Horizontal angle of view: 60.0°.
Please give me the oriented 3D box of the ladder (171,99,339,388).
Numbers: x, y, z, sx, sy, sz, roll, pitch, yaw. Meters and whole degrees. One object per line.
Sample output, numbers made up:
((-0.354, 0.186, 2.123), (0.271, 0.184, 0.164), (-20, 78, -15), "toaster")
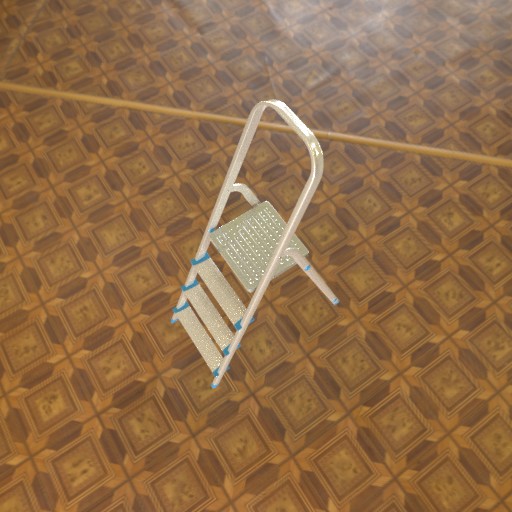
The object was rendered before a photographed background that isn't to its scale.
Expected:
((0.000, 0.000, 1.821), (0.842, 1.434, 0.445), (-32, 69, -14), "ladder")
